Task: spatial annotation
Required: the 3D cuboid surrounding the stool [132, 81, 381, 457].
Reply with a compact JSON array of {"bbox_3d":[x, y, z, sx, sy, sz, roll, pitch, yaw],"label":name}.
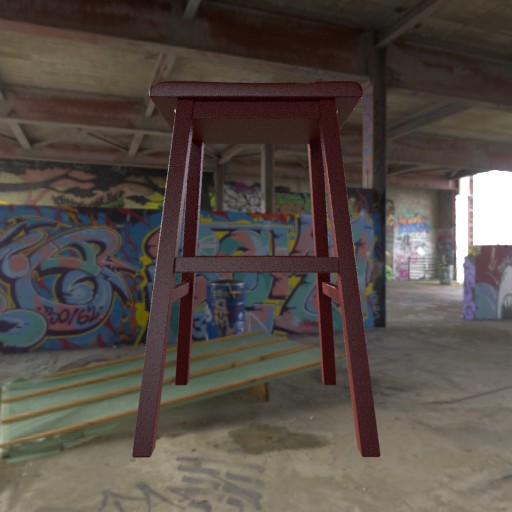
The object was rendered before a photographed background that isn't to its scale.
[{"bbox_3d":[0.000,0.000,1.050,0.457,0.737,0.476,0,0,0],"label":"stool"}]
